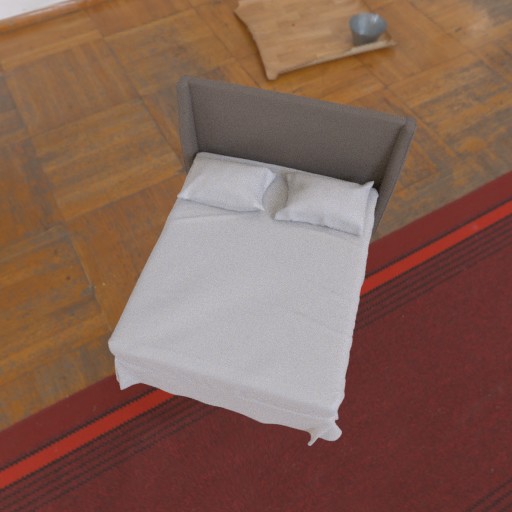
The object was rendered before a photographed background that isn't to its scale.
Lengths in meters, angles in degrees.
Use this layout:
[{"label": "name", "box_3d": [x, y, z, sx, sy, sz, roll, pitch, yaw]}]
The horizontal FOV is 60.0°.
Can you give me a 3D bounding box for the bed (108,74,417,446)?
[{"label": "bed", "box_3d": [0.000, 0.000, 3.473, 1.925, 1.332, 2.276, 14, 60, 8]}]
